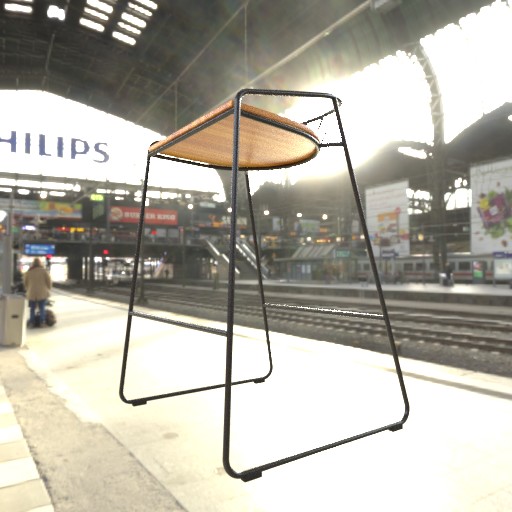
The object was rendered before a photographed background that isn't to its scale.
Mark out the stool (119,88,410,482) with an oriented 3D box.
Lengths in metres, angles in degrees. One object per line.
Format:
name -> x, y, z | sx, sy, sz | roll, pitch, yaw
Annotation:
stool -> 0.000, 0.000, 1.134 | 0.521, 0.812, 0.546 | 1, -2, -36
